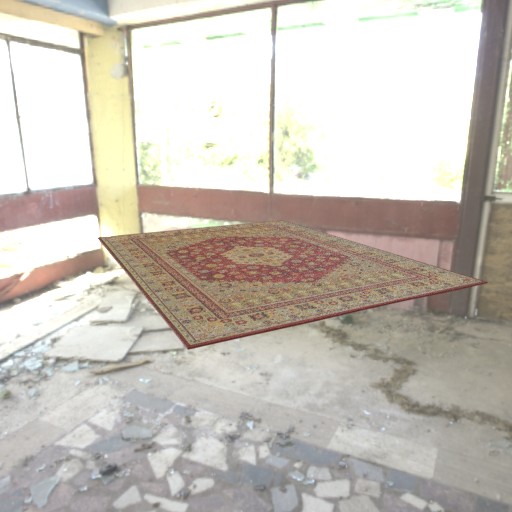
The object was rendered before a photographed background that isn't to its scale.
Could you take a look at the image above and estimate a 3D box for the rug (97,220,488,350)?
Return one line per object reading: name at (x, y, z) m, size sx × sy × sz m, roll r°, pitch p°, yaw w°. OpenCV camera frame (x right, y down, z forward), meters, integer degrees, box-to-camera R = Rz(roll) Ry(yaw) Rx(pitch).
rug at (0.000, 0.000, 4.134) m, size 2.387 × 0.013 × 3.053 m, roll -8°, pitch 16°, yaw -27°
